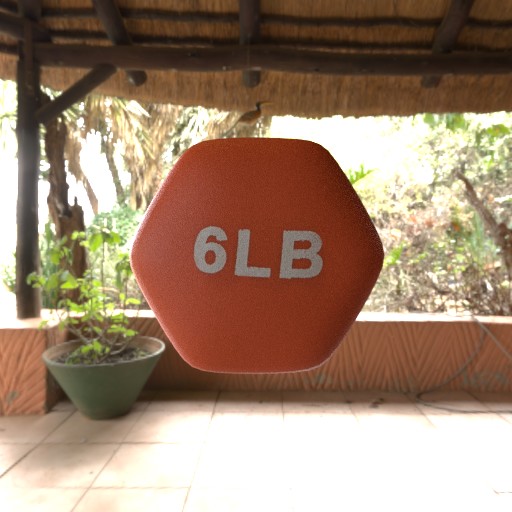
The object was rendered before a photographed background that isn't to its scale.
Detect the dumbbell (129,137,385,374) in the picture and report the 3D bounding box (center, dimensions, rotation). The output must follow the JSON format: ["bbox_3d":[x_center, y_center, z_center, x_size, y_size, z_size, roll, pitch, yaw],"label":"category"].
[{"bbox_3d":[0.000,0.000,0.202,0.079,0.071,0.162,0,0,0],"label":"dumbbell"}]
